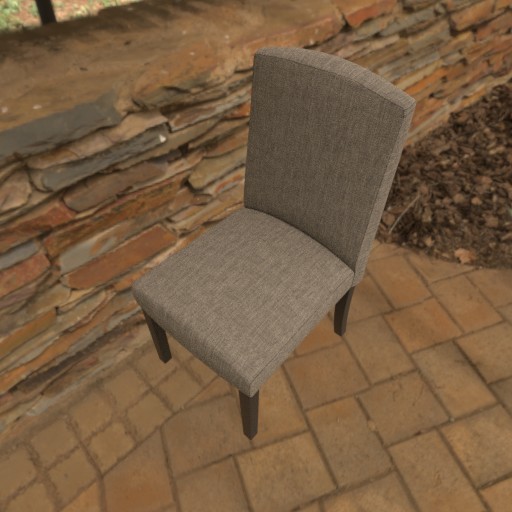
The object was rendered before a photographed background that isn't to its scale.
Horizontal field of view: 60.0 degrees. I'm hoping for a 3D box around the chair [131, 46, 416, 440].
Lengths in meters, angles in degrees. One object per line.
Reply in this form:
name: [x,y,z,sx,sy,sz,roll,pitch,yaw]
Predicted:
chair: [0.000,0.000,1.221,0.451,0.917,0.580,33,55,27]
